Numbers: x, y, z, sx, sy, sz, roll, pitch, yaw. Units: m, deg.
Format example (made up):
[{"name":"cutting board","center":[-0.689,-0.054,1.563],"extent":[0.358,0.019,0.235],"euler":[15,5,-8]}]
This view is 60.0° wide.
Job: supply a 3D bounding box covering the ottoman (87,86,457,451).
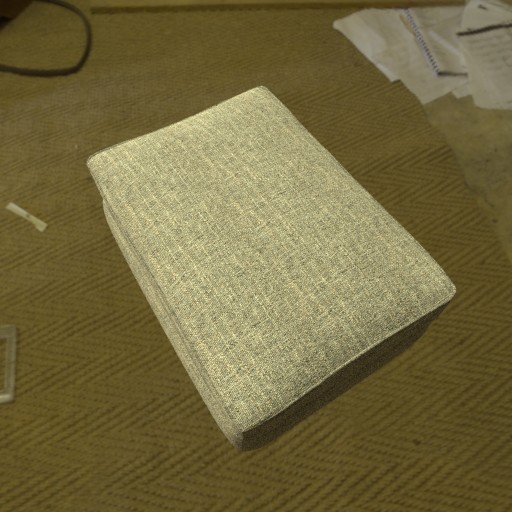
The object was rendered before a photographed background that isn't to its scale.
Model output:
[{"name":"ottoman","center":[0.000,0.000,1.002],"extent":[0.508,0.406,0.686],"euler":[-28,63,-16]}]
